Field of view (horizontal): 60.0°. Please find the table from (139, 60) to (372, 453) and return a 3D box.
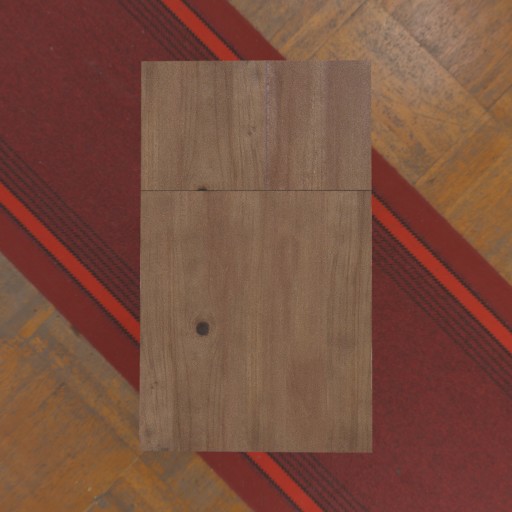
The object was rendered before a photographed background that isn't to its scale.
[{"bbox_3d":[0.000,0.000,1.442,0.655,0.395,1.101,0,89,1],"label":"table"}]
